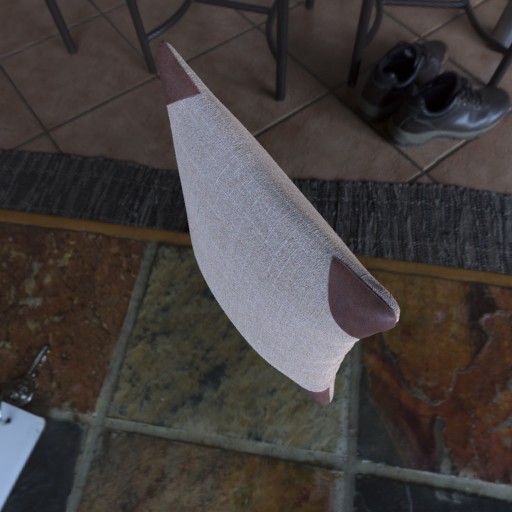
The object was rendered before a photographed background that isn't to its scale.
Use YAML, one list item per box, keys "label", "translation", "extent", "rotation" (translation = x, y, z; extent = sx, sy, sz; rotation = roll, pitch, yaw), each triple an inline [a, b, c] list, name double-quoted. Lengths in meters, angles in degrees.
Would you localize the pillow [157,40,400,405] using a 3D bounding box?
- label: "pillow"
  translation: [0.000, 0.000, 0.656]
  extent: [0.147, 0.448, 0.437]
  rotation: [-32, 67, -15]
